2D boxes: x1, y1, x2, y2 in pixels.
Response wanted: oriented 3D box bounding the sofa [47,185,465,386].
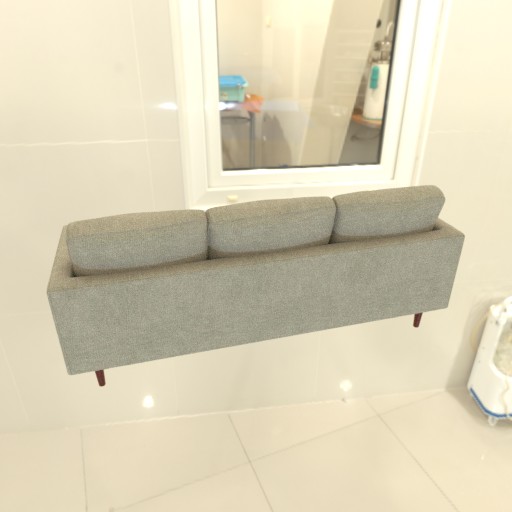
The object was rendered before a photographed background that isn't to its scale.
[{"bbox_3d":[0.000,0.000,2.722,2.246,0.930,0.903,-7,29,-14],"label":"sofa"}]
